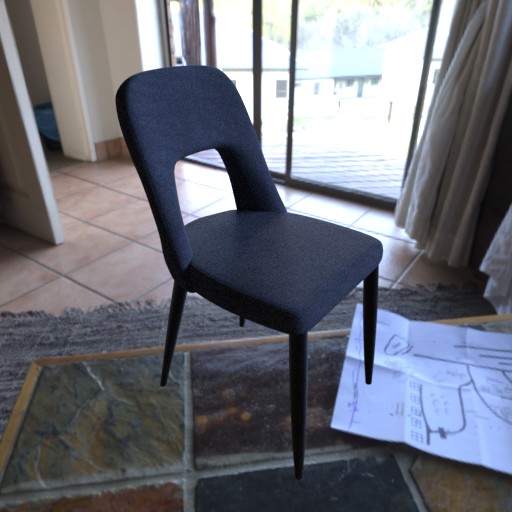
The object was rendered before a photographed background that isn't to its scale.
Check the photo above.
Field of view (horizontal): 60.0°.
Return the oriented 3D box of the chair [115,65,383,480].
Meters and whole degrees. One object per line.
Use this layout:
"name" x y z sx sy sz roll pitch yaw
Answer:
"chair" 0.000 0.000 1.220 0.612 0.931 0.470 20 34 32
